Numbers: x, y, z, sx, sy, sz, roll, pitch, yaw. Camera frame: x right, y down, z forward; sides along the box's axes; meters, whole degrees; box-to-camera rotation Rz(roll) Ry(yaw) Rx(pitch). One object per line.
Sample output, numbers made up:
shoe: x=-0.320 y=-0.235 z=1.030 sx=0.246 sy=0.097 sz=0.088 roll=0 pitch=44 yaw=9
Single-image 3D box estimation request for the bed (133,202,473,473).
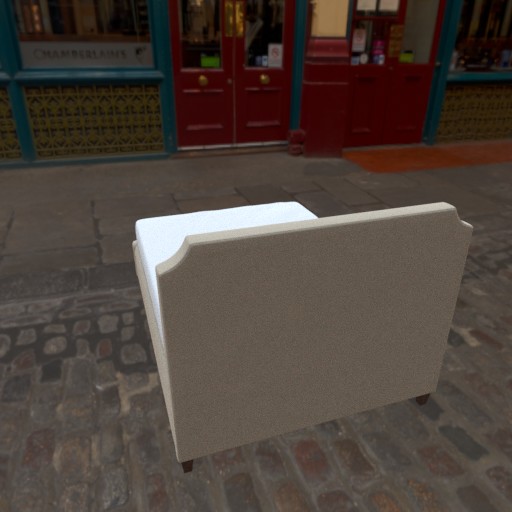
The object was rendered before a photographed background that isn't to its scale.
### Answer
bed: x=0.000 y=0.000 z=3.380 sx=1.703 sy=1.415 sz=2.329 roll=-9 pitch=27 yaw=-17
